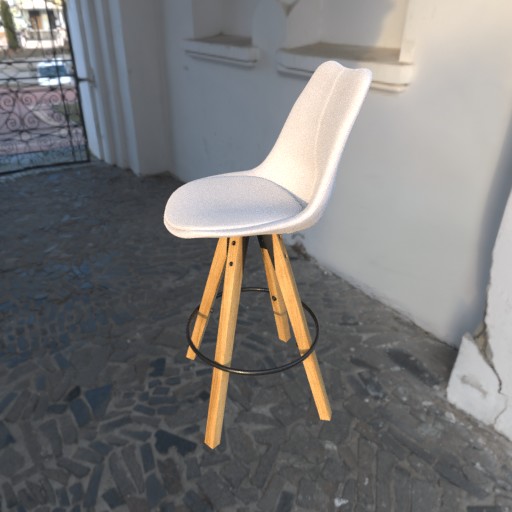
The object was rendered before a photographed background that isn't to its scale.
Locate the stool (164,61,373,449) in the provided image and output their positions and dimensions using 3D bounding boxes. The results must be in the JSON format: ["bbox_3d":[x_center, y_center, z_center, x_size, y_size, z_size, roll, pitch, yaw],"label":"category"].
[{"bbox_3d":[0.000,0.000,1.416,0.550,1.115,0.484,-8,30,-14],"label":"stool"}]
